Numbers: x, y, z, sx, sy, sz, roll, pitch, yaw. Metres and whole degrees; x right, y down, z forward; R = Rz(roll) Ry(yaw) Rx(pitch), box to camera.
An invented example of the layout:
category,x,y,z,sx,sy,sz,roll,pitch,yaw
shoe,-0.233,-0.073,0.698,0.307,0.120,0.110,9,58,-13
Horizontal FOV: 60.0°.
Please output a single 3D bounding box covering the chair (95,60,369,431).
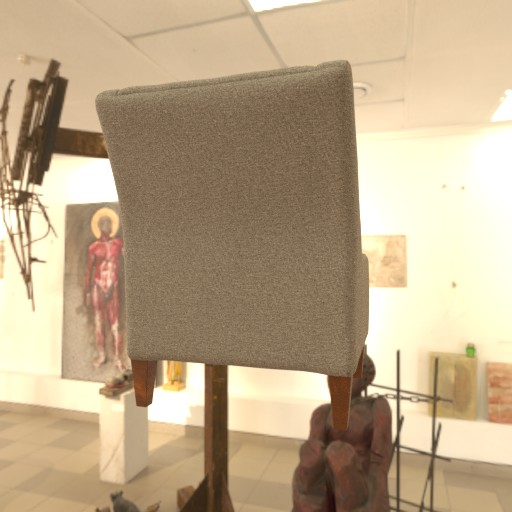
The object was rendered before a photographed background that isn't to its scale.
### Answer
category,x,y,z,sx,sy,sz,roll,pitch,yaw
chair,0.000,0.000,1.616,0.774,1.016,0.870,0,0,17
